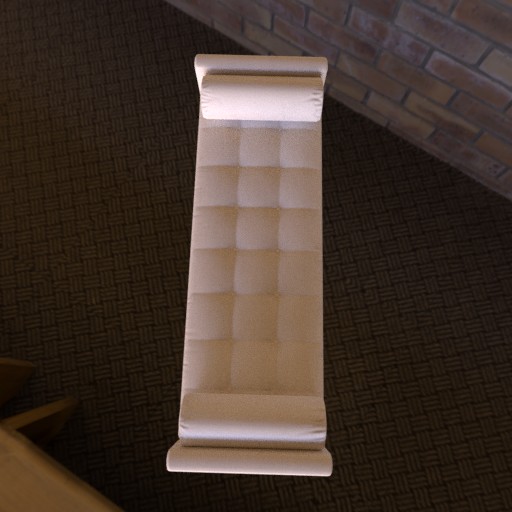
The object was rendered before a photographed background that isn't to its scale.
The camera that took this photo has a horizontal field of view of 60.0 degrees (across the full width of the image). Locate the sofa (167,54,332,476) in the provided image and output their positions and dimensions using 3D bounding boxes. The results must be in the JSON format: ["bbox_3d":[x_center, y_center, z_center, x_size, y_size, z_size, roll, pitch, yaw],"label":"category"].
[{"bbox_3d":[0.000,0.000,2.331,0.686,0.635,1.981,2,76,0],"label":"sofa"}]
